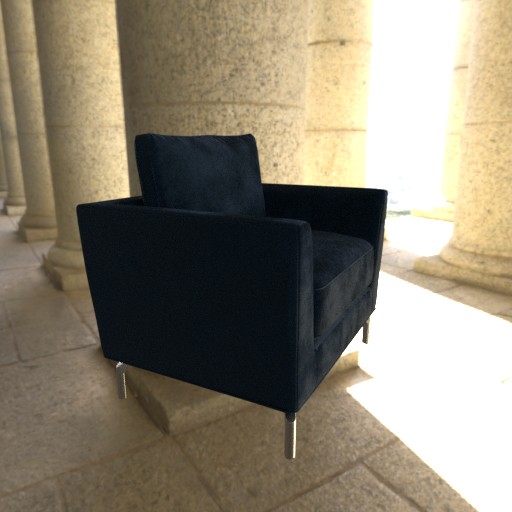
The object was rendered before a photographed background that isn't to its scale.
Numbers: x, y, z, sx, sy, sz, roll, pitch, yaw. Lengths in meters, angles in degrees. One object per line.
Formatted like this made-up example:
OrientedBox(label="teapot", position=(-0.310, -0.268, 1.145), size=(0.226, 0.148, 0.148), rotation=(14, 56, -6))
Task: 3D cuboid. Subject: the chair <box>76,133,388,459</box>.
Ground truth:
OrientedBox(label="chair", position=(0.000, 0.000, 1.643), size=(0.746, 0.893, 0.977), rotation=(7, 16, 27))
